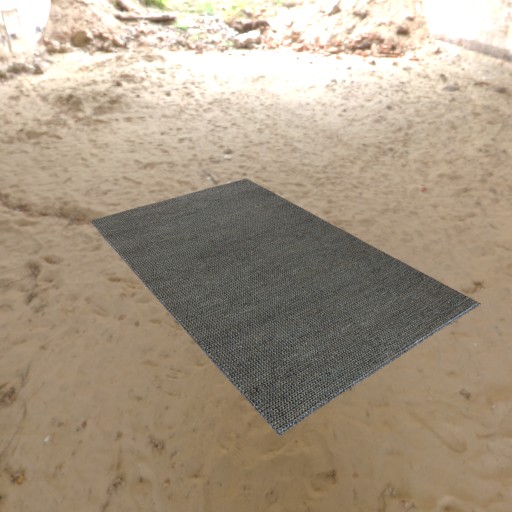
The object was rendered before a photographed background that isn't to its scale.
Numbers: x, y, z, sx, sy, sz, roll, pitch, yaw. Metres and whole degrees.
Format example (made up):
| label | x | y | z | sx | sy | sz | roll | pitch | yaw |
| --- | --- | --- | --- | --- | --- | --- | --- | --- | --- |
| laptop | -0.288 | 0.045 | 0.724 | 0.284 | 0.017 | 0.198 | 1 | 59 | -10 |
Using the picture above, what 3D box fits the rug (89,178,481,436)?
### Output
| label | x | y | z | sx | sy | sz | roll | pitch | yaw |
| --- | --- | --- | --- | --- | --- | --- | --- | --- | --- |
| rug | 0.000 | 0.000 | 3.091 | 1.538 | 0.021 | 2.443 | -21 | 37 | -30 |
